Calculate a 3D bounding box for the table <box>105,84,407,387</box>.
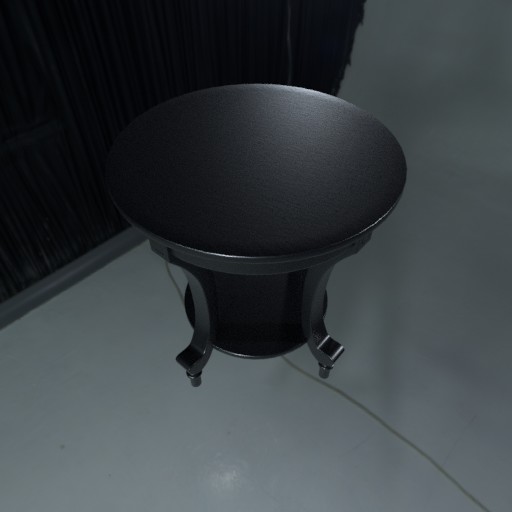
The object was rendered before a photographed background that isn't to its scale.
[{"bbox_3d":[0.000,0.000,1.120,0.597,0.618,0.597,0,46,0],"label":"table"}]
